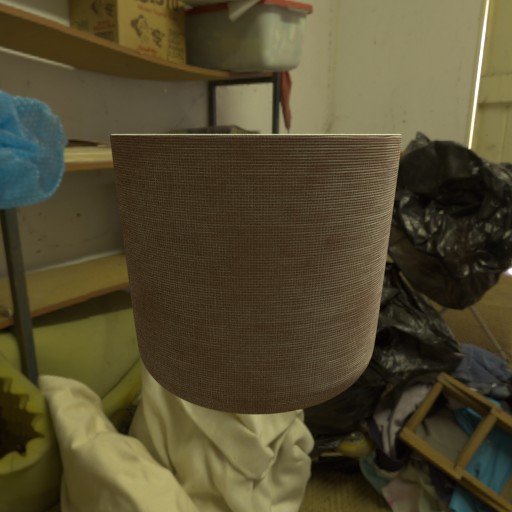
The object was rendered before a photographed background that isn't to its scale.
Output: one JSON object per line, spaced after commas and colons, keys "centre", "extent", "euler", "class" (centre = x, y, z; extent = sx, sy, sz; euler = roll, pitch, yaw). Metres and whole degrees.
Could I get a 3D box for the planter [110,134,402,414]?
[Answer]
{"centre": [0.000, 0.000, 0.752], "extent": [0.440, 0.398, 0.440], "euler": [0, 15, 0], "class": "planter"}
